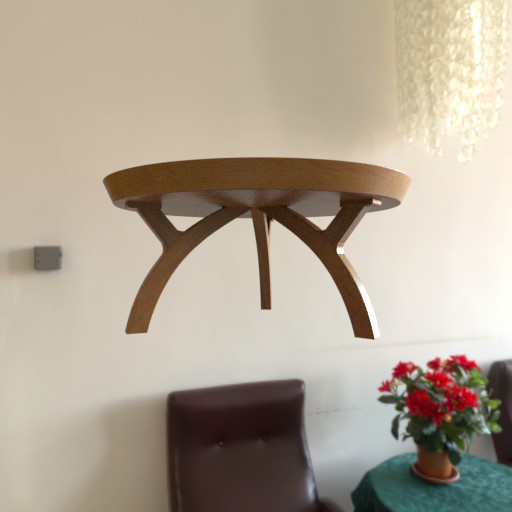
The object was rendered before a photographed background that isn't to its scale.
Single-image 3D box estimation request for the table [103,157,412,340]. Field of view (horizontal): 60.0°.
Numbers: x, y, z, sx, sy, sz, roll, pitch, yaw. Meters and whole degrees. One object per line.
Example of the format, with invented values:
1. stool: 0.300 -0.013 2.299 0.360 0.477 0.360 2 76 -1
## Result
1. table: 0.000 0.000 1.532 1.016 0.470 1.016 0 1 0
